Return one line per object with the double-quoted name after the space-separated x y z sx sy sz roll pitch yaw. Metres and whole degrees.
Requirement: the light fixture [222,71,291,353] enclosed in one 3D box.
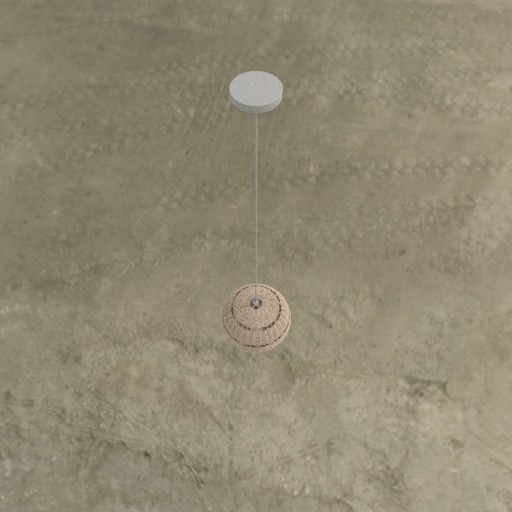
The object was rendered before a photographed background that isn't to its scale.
0.000 0.000 2.248 0.457 2.019 0.457 35 65 19 "light fixture"
